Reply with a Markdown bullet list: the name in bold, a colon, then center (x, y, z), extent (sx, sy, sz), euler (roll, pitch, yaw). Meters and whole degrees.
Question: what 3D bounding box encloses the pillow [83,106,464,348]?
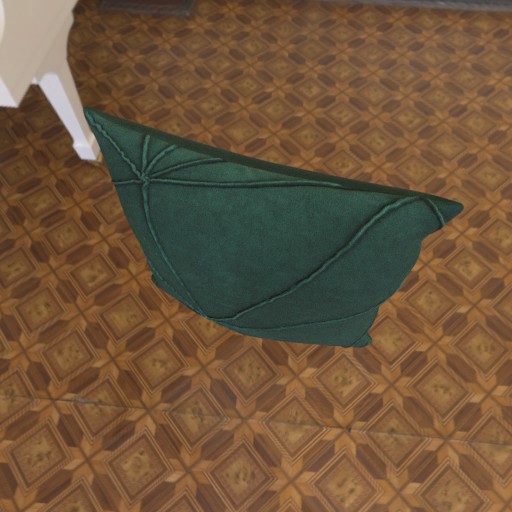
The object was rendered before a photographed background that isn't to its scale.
- **pillow**: center (0.000, 0.000, 0.658), extent (0.439, 0.440, 0.184), euler (16, 61, 9)
